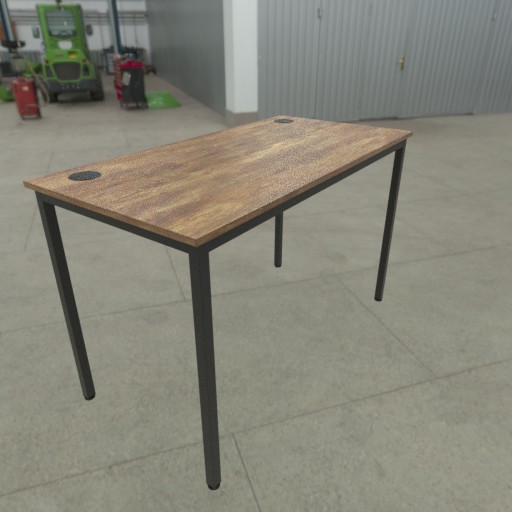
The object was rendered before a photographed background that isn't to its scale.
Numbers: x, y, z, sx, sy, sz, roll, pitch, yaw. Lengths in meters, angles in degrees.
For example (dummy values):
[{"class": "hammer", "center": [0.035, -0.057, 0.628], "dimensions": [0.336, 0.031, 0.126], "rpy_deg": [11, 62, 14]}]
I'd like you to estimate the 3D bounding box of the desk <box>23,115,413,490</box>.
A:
[{"class": "desk", "center": [0.000, 0.000, 1.574], "dimensions": [0.600, 0.749, 1.200], "rpy_deg": [18, 32, 32]}]
